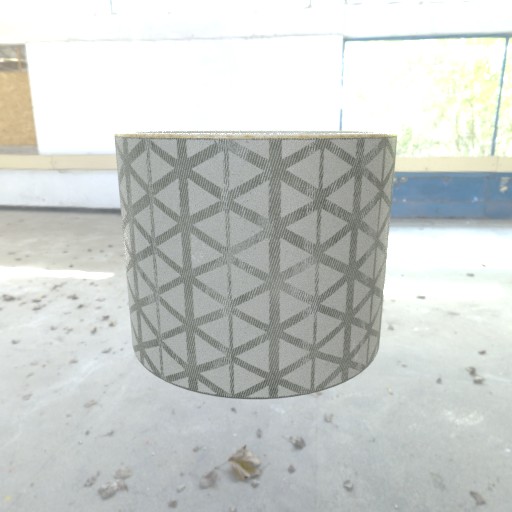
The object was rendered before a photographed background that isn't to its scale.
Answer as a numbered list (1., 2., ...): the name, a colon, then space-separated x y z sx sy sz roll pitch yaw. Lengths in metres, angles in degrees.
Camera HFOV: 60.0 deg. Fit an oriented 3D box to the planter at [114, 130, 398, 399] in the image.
1. planter: 0.000 0.000 0.442 0.250 0.239 0.250 0 16 0
